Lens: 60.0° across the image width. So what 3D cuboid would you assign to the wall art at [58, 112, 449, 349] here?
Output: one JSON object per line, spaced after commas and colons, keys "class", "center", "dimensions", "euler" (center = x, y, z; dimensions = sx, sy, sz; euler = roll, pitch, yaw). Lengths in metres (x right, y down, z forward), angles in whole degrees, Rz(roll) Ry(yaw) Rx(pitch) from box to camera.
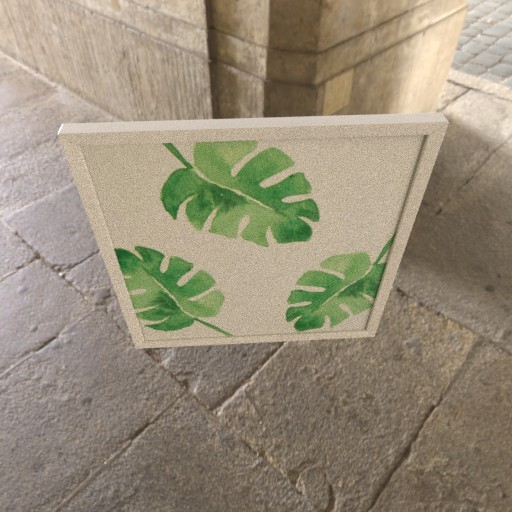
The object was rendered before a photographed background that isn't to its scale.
{"class": "wall art", "center": [0.000, 0.000, 1.150], "dimensions": [0.762, 0.762, 0.040], "euler": [-2, 46, -2]}
